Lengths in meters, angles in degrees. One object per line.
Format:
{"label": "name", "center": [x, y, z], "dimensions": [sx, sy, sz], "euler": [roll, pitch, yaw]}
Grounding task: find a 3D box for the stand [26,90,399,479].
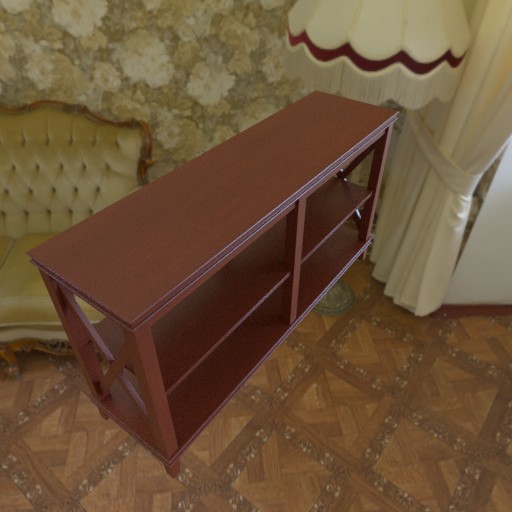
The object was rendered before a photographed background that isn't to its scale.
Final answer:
{"label": "stand", "center": [0.000, 0.000, 1.661], "dimensions": [0.381, 0.762, 1.372], "euler": [26, 47, 27]}
